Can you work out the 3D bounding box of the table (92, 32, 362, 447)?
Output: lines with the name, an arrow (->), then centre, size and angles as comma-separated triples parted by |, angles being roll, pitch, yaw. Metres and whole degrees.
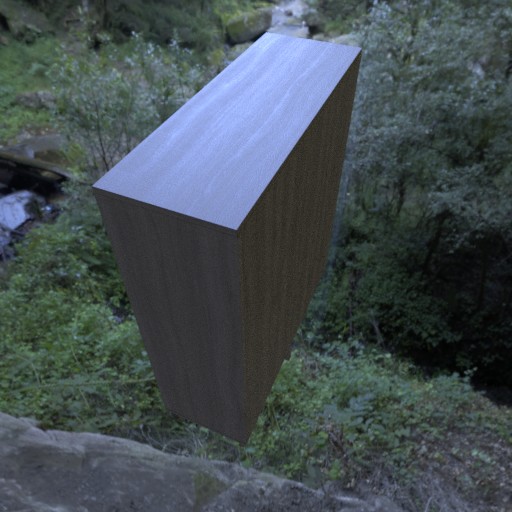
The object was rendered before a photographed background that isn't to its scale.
table -> 0.000, 0.000, 1.887 | 0.398, 1.388, 1.111 | 18, 49, 16
